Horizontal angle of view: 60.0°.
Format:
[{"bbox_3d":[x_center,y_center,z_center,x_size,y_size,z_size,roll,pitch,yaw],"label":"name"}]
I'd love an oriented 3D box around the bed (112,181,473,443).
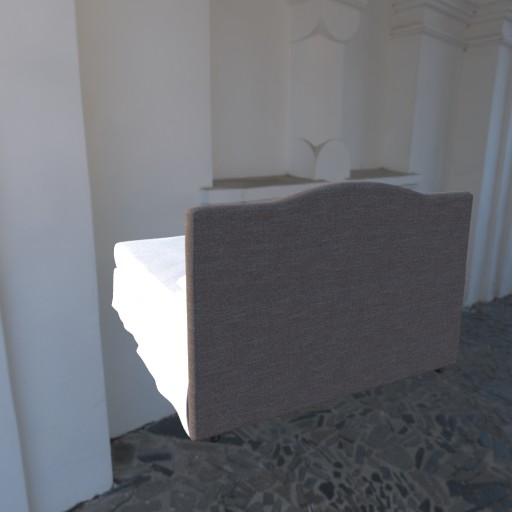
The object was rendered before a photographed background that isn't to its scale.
[{"bbox_3d":[0.000,0.000,3.926,2.161,1.457,2.689,-7,15,-26],"label":"bed"}]
